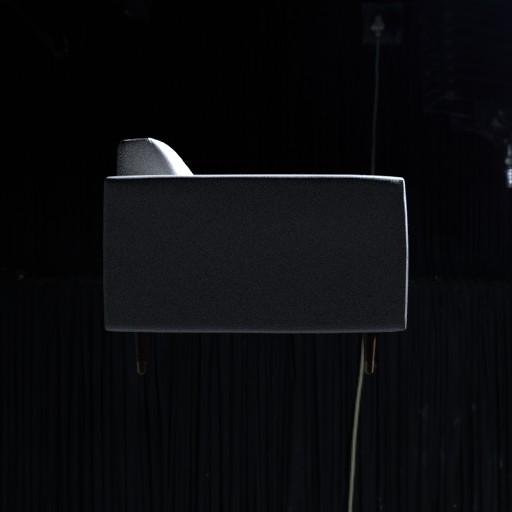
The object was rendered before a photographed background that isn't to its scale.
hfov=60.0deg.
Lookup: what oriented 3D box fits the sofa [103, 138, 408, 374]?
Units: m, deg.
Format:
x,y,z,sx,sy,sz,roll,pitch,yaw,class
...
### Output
x,y,z,sx,sy,sz,roll,pitch,yaw,class
0.000,0.000,2.302,0.969,0.814,1.895,0,0,0,sofa
